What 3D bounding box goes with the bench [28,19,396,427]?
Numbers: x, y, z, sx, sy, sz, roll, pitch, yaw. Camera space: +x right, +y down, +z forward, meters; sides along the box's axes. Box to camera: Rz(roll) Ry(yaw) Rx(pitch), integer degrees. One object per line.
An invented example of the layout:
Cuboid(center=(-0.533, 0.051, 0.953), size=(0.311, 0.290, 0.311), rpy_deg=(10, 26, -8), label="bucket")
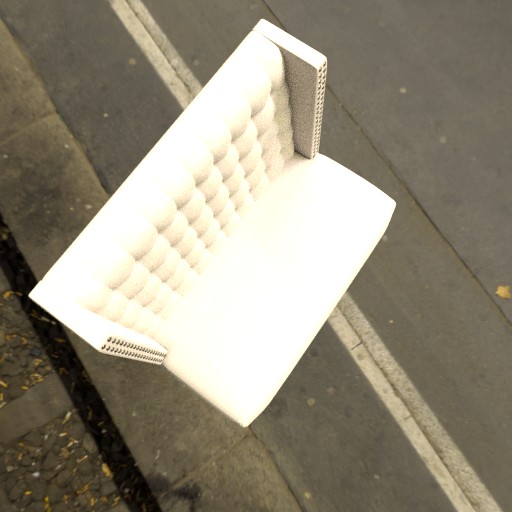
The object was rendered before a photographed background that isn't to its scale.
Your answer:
Cuboid(center=(0.000, 0.000, 1.966), size=(0.847, 1.123, 1.280), rpy_deg=(35, 79, 8), label="bench")
